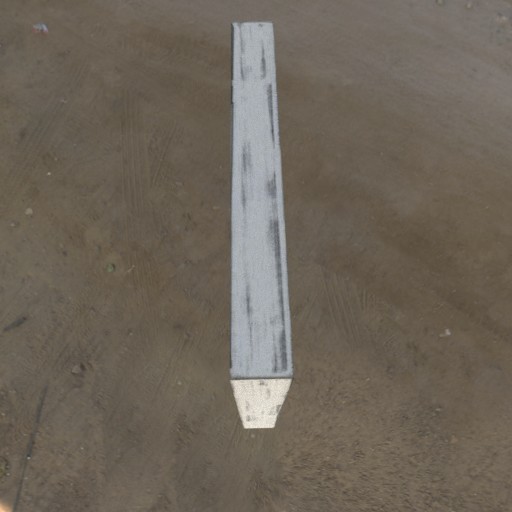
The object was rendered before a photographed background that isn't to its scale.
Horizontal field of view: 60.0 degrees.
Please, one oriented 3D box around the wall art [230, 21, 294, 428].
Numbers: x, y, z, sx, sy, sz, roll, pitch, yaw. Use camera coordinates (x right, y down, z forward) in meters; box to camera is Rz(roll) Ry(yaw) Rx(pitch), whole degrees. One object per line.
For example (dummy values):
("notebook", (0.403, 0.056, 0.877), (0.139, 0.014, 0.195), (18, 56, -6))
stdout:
("wall art", (0.000, 0.000, 0.453), (0.036, 0.303, 0.303), (-1, 64, -1))
